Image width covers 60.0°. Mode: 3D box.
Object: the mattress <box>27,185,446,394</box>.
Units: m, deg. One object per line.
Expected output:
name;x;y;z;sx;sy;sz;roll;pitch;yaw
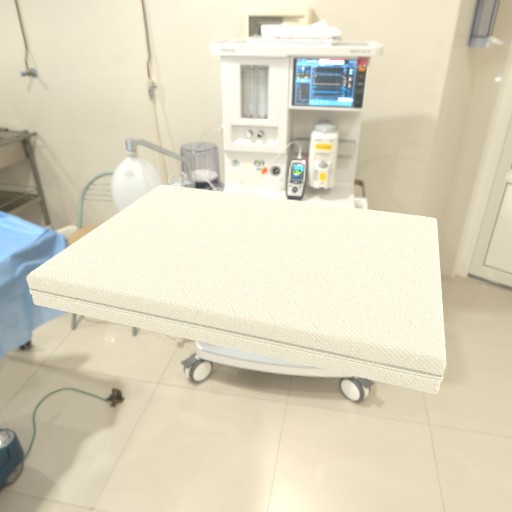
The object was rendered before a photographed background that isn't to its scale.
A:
mattress;0.000;0.000;2.576;2.000;0.200;1.400;9;31;16
